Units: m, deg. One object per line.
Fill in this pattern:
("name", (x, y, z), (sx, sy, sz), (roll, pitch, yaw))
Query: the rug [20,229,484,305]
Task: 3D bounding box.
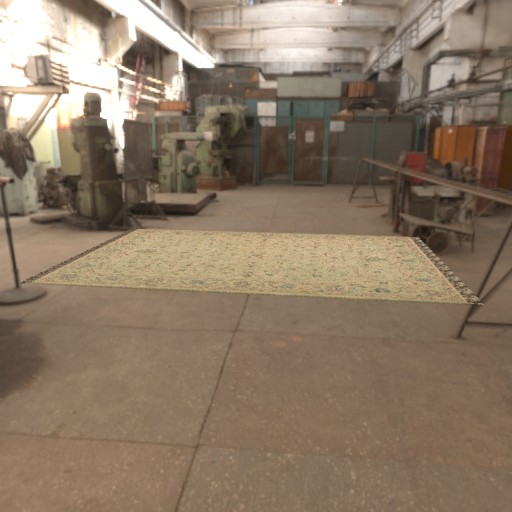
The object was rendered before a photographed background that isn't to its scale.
("rug", (0.000, 0.000, 3.016), (2.435, 0.010, 1.544), (2, 15, 8))
